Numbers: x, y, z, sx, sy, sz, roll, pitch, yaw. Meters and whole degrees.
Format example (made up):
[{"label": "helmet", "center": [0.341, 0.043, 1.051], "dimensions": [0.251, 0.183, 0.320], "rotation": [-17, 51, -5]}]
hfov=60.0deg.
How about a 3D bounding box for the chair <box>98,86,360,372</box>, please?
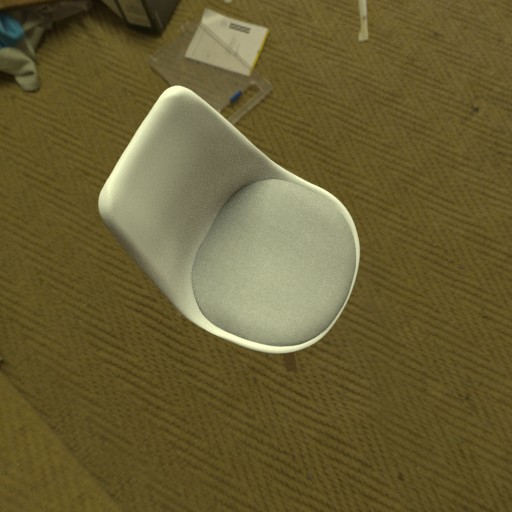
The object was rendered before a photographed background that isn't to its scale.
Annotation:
[{"label": "chair", "center": [0.000, 0.000, 1.219], "dimensions": [0.550, 0.850, 0.485], "rotation": [26, 77, 6]}]
